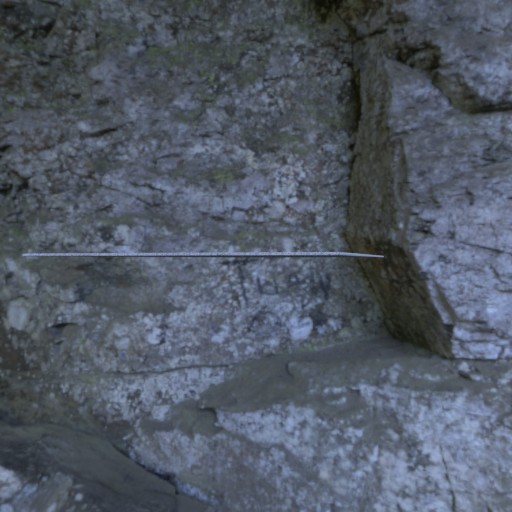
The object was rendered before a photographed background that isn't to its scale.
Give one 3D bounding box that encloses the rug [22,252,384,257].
[{"bbox_3d":[0.000,0.000,3.030,1.526,0.012,2.444,0,0,20],"label":"rug"}]
